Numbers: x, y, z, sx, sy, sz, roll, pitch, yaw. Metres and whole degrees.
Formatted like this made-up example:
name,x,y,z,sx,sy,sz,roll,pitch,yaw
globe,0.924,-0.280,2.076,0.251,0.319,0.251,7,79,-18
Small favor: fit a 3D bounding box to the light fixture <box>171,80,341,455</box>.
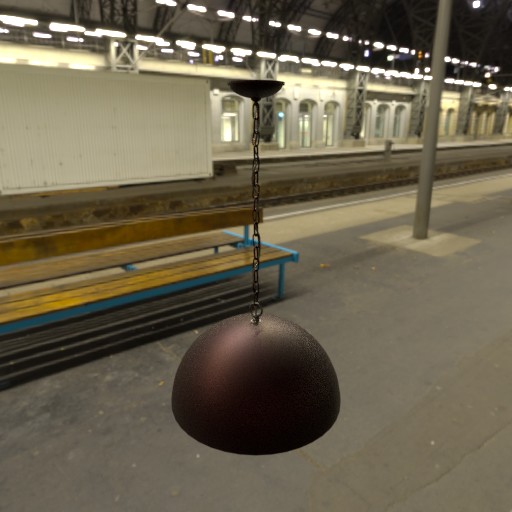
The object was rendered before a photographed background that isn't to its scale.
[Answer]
name,x,y,z,sx,sy,sz,roll,pitch,yaw
light fixture,0.000,0.000,1.189,0.492,0.869,0.492,8,18,26
